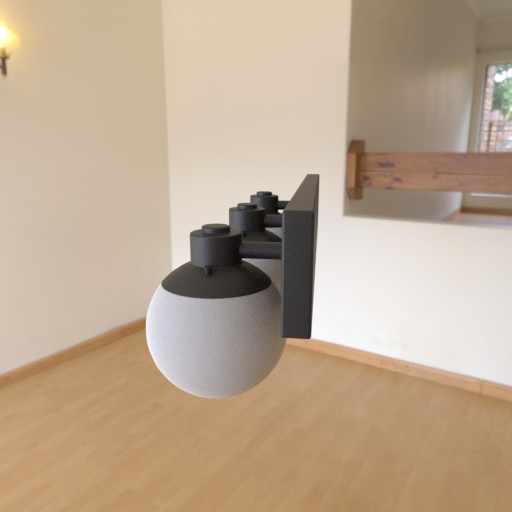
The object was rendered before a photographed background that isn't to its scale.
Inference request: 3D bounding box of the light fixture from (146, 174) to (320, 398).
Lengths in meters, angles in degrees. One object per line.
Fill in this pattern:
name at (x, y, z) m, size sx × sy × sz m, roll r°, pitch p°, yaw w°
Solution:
light fixture at (0.000, 0.000, 0.814) m, size 0.218 × 0.263 × 0.721 m, roll 2°, pitch 13°, yaw 8°
